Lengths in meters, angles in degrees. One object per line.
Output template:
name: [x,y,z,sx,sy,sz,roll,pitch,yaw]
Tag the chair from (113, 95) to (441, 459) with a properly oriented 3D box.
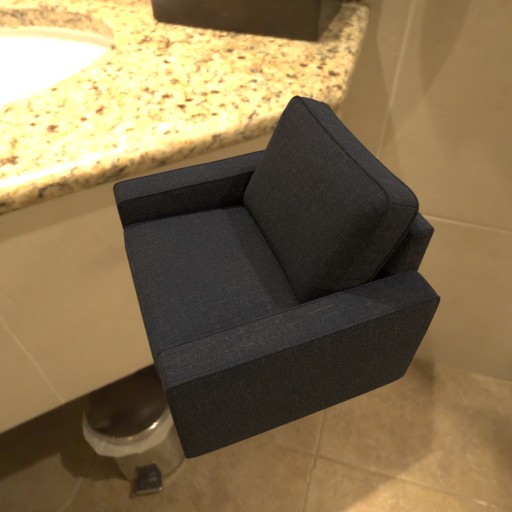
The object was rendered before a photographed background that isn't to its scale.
chair: [0.000,0.000,1.719,0.940,0.919,1.017,-16,49,-14]
